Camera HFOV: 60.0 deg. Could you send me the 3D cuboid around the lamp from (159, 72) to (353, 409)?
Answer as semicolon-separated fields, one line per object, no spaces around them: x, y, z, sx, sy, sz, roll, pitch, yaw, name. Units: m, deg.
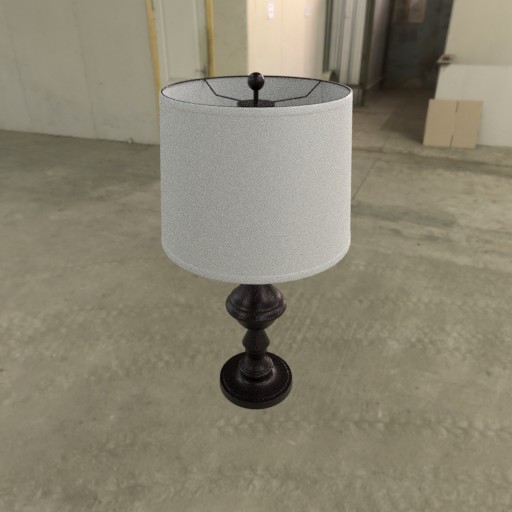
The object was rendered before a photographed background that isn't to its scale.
0.000;0.000;0.941;0.383;0.726;0.383;0;30;0;lamp
